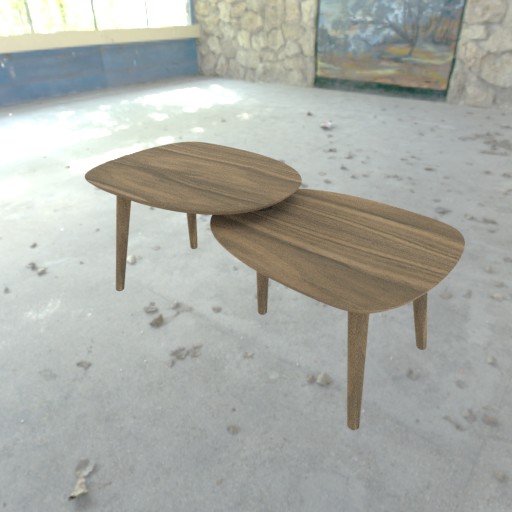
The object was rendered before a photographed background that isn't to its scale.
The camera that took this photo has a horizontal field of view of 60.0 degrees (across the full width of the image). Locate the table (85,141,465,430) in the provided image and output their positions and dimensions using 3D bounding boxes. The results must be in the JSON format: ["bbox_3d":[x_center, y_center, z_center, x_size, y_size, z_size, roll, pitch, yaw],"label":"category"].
[{"bbox_3d":[0.000,0.000,1.338,1.084,0.429,0.527,22,37,33],"label":"table"}]
